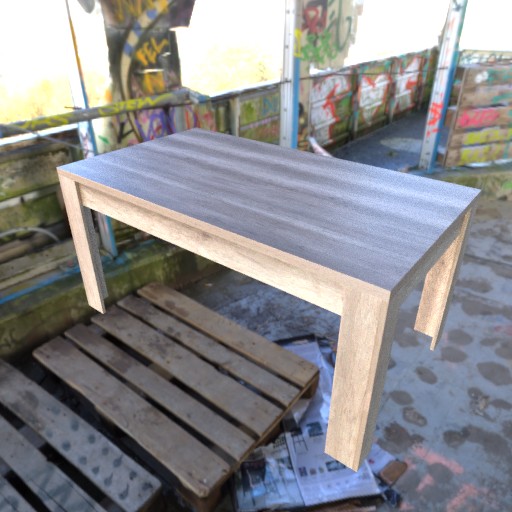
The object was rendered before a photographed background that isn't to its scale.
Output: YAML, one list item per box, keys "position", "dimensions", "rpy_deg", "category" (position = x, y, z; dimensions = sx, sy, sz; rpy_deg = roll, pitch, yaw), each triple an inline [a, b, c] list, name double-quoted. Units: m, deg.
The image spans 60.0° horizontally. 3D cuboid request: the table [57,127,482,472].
- position: [0.000, 0.000, 2.094]
  dimensions: [1.600, 0.775, 0.900]
  rpy_deg: [21, 37, 32]
  category: "table"
